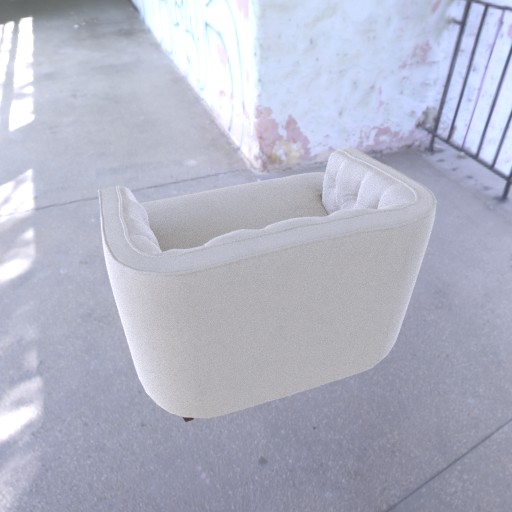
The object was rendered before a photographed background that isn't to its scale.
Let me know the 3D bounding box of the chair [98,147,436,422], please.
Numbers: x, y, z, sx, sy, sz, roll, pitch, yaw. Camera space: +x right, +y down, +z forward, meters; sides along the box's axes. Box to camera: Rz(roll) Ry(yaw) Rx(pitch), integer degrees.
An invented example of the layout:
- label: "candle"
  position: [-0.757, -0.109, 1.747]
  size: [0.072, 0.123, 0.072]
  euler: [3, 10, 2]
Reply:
- label: "chair"
  position: [0.000, 0.000, 1.783]
  size: [1.104, 0.852, 0.941]
  euler: [-12, 42, -14]
